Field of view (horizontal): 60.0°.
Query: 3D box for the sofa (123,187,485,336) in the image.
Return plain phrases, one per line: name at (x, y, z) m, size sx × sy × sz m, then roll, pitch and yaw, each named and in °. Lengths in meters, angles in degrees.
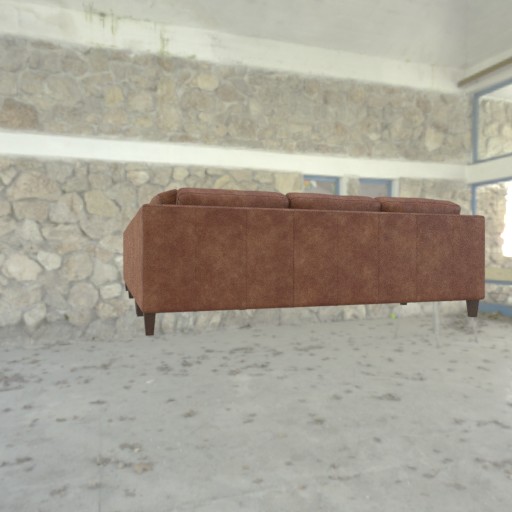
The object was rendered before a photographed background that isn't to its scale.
sofa at (0.000, 0.000, 4.430) m, size 2.452 × 0.888 × 3.324 m, roll 0°, pitch 0°, yaw -18°
